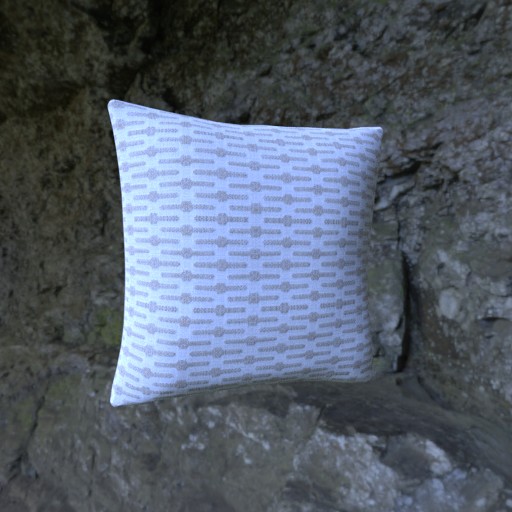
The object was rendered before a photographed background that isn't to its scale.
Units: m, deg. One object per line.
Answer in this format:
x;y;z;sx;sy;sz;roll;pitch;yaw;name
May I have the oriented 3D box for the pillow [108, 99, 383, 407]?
0.000;0.000;0.786;0.496;0.491;0.219;0;1;-19;pillow
